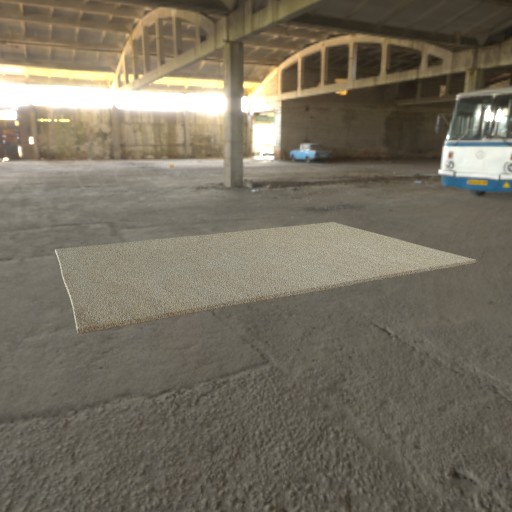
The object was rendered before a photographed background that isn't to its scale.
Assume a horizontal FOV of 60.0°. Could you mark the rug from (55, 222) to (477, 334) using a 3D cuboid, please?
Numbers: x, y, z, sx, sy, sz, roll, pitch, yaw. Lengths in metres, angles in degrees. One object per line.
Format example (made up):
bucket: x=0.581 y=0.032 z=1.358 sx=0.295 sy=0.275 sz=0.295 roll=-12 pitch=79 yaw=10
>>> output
rug: x=0.000 y=0.000 z=2.919 sx=2.346 sy=0.025 sz=1.500 roll=-7 pitch=16 yaw=-26
